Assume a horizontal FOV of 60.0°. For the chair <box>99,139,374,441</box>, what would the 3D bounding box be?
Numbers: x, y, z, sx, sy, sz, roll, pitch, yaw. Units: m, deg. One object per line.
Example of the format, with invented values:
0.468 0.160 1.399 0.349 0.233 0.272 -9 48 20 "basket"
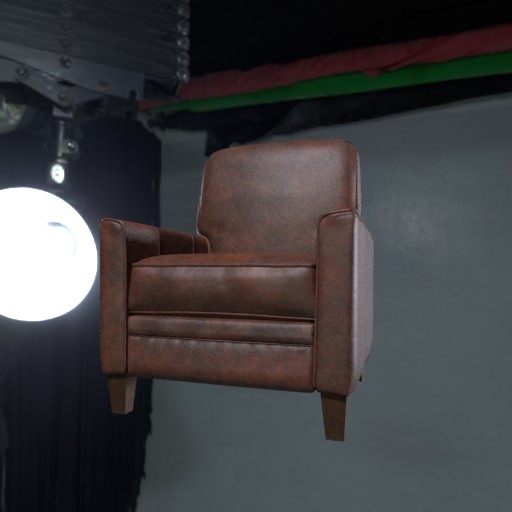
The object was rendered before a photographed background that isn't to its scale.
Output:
0.000 0.000 1.686 0.843 1.043 0.836 0 -1 18 "chair"
